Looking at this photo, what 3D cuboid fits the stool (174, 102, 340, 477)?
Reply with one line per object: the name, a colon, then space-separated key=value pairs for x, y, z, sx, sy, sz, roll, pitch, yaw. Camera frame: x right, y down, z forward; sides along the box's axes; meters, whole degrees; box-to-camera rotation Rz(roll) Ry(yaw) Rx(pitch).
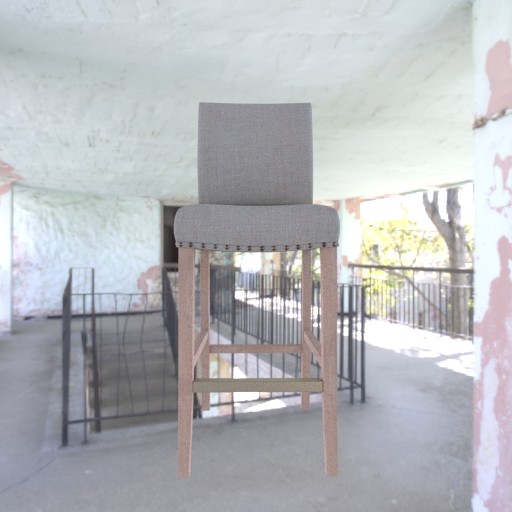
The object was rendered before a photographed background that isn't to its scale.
stool: x=0.000 y=0.000 z=1.456 sx=0.445 sy=1.173 sz=0.585 roll=0 pitch=0 yaw=-1
